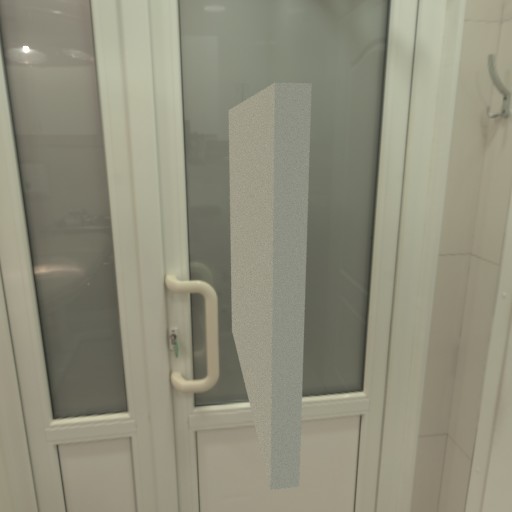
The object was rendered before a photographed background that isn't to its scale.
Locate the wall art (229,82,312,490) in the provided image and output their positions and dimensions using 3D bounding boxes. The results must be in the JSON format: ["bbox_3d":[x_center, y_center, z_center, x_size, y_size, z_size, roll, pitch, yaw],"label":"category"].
[{"bbox_3d":[0.000,0.000,0.537,0.027,0.355,0.355,-2,15,-8],"label":"wall art"}]
